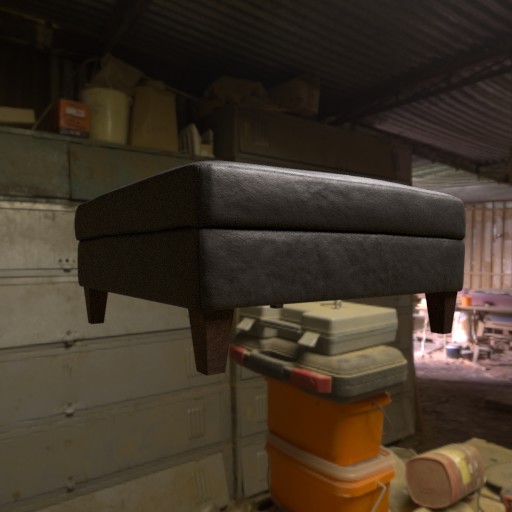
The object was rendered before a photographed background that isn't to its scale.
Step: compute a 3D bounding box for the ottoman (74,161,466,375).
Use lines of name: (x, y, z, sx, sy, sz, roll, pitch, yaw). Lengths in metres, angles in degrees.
ottoman: (0.000, 0.000, 1.287, 0.836, 0.415, 0.844, 0, 0, -35)
